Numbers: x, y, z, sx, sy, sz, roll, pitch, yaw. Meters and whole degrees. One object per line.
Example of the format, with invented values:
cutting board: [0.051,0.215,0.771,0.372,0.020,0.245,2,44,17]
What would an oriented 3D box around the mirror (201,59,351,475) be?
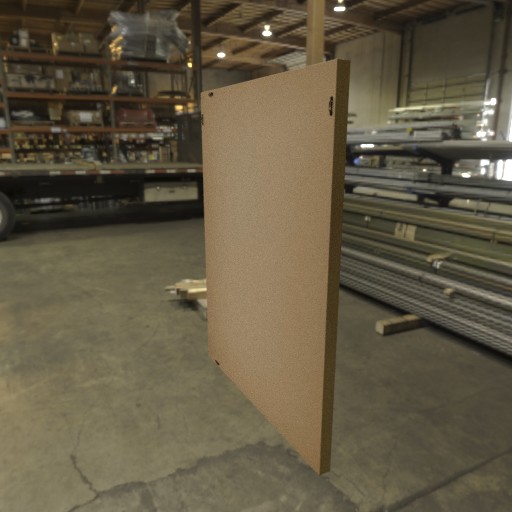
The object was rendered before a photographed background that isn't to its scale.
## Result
mirror: [0.000,0.000,1.370,0.040,1.016,0.762,-8,16,-27]
